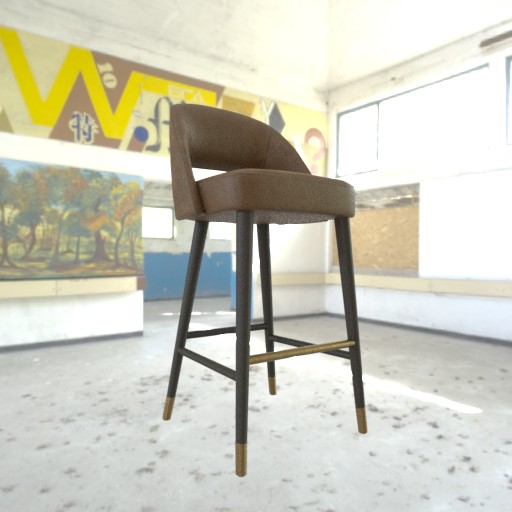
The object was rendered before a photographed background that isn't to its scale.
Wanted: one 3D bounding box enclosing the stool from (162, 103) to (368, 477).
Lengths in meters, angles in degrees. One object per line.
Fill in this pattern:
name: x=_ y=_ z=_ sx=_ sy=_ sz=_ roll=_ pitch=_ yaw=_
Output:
stool: x=0.000 y=0.000 z=1.368 sx=0.494 sy=1.037 sz=0.509 roll=0 pitch=1 yaw=-35
